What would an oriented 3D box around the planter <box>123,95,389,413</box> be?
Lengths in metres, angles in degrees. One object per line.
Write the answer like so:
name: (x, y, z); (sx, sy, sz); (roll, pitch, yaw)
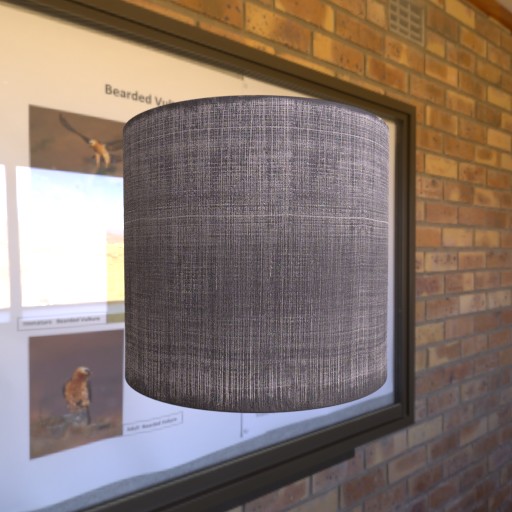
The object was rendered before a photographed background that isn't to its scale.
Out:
planter: (0.000, 0.000, 0.385); (0.221, 0.201, 0.221); (0, 0, 0)
